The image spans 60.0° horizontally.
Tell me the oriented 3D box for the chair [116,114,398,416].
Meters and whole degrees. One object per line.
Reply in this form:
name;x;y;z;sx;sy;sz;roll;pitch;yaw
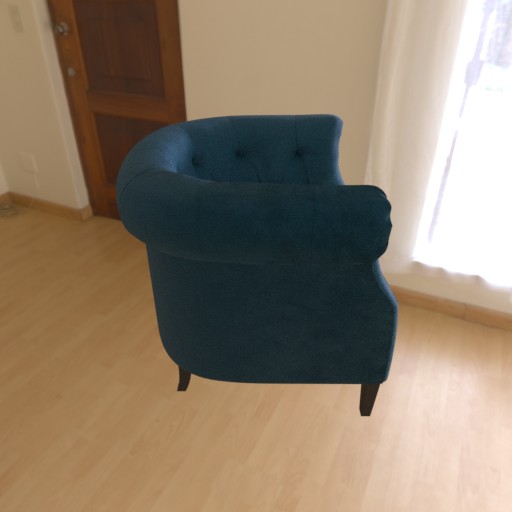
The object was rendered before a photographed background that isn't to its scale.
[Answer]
chair;0.000;0.000;1.589;0.851;0.826;0.904;0;32;0
